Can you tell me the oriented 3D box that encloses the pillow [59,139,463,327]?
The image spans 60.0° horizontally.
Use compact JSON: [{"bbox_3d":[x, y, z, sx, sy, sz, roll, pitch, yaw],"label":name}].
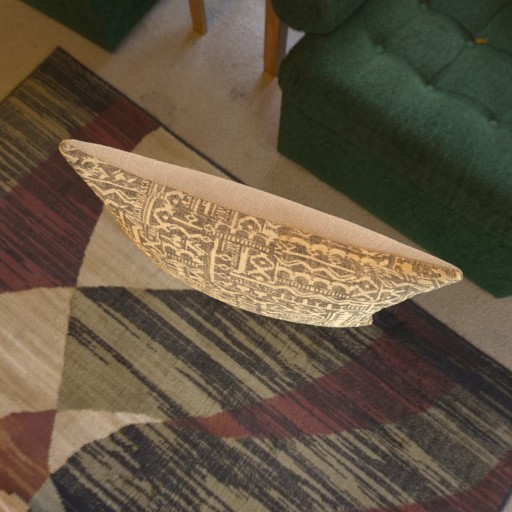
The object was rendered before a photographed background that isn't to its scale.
[{"bbox_3d":[0.000,0.000,0.783,0.546,0.487,0.180,19,76,5],"label":"pillow"}]
